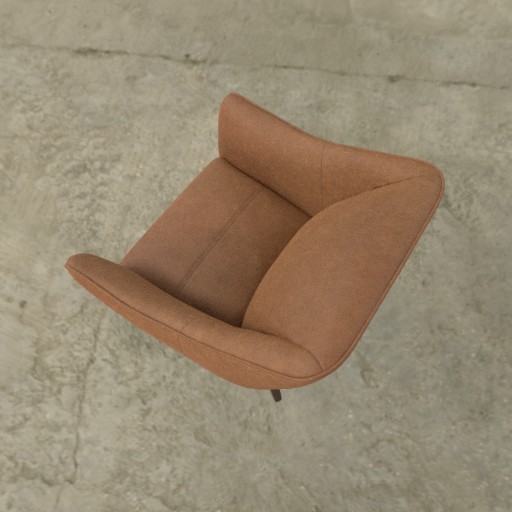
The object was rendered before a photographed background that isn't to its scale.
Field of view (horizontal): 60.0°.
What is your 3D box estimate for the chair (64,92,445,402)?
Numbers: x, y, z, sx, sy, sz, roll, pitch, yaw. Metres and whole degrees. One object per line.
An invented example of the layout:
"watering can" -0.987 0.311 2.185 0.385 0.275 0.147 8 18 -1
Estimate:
"chair" 0.000 0.000 1.537 0.852 0.830 0.871 31 68 14
